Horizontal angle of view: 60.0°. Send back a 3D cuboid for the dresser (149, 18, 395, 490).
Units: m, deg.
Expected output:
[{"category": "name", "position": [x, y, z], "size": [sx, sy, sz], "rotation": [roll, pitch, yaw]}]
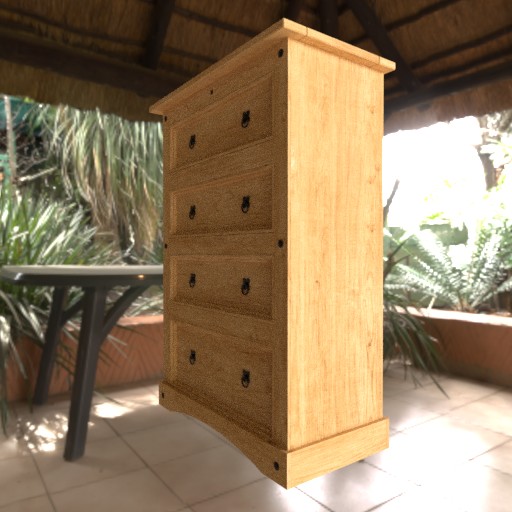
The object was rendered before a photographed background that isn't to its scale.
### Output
[{"category": "dresser", "position": [0.000, 0.000, 1.708], "size": [0.485, 1.300, 0.915], "rotation": [0, 1, -36]}]
